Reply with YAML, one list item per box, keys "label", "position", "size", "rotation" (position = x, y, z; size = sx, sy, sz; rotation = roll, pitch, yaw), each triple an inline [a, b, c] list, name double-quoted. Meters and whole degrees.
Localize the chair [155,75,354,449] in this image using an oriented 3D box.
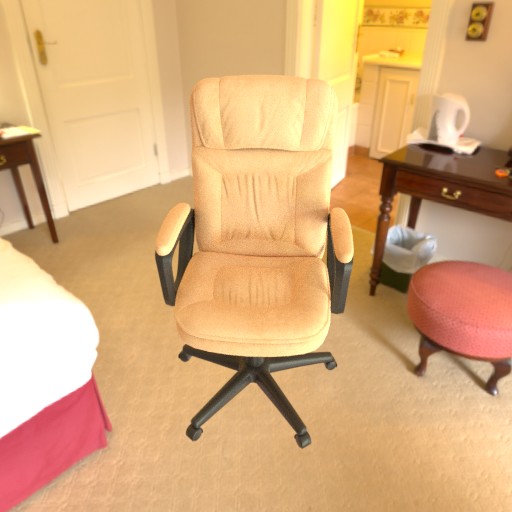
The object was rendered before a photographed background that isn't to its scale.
- label: "chair"
  position: [0.000, 0.000, 1.555]
  size: [0.667, 1.105, 0.724]
  rotation: [2, 30, 4]
